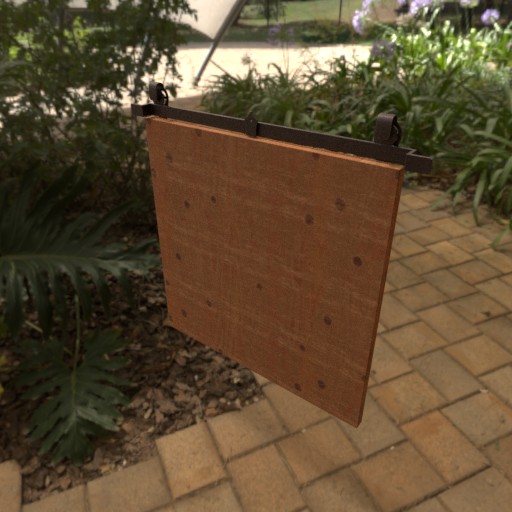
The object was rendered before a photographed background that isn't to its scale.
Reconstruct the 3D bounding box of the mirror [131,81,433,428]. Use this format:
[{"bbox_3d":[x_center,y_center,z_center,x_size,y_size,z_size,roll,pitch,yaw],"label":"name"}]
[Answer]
[{"bbox_3d":[0.000,0.000,1.164,0.805,0.800,0.054,21,36,32],"label":"mirror"}]
